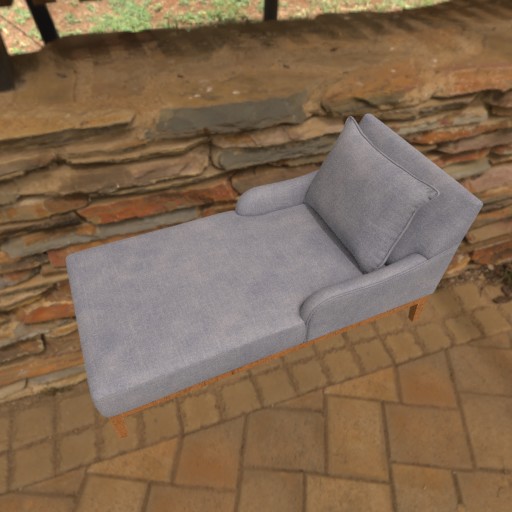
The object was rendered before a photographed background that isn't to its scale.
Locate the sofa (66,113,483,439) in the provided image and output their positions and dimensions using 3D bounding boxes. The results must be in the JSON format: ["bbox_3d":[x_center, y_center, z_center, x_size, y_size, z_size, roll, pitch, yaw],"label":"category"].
[{"bbox_3d":[0.000,0.000,2.218,1.779,0.883,0.904,-17,48,-16],"label":"sofa"}]
